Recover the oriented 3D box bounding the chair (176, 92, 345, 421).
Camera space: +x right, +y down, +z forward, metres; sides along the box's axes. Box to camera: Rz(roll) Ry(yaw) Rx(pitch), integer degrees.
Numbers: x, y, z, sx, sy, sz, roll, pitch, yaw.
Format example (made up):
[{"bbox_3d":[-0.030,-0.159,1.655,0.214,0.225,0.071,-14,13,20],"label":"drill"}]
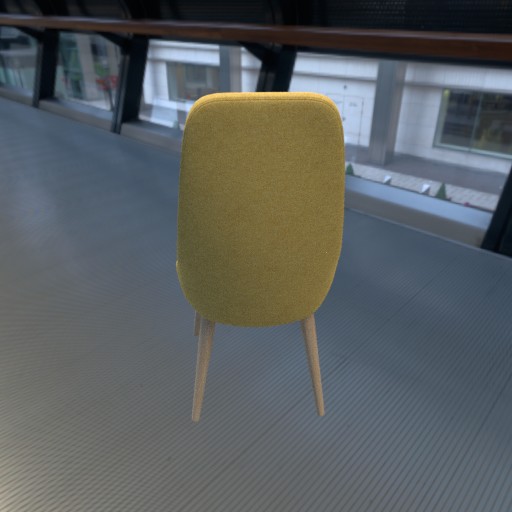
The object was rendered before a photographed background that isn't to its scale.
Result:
[{"bbox_3d":[0.000,0.000,1.366,0.510,1.040,0.660,-1,28,-3],"label":"chair"}]
